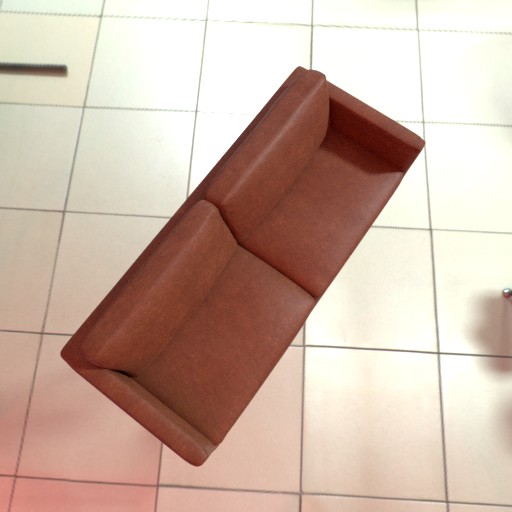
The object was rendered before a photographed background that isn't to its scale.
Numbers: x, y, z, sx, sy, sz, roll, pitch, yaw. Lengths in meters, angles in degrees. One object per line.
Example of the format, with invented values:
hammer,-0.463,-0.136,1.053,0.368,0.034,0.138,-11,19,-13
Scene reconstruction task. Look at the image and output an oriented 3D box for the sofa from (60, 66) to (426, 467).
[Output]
sofa,0.000,0.000,2.709,0.950,0.932,2.204,35,77,9
